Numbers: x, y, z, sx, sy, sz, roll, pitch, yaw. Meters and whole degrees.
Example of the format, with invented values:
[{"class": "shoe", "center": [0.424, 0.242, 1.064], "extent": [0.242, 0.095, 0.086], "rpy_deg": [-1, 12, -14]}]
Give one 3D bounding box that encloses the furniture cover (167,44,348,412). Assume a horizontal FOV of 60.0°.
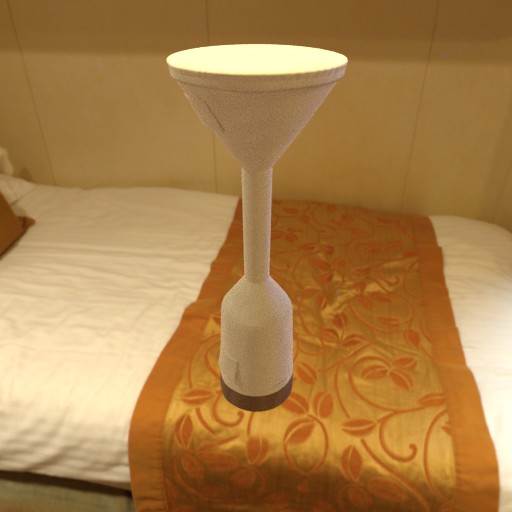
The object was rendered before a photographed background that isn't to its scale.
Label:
[{"class": "furniture cover", "center": [0.000, 0.000, 2.902], "extent": [0.914, 2.413, 0.914], "rpy_deg": [-21, 38, -30]}]
